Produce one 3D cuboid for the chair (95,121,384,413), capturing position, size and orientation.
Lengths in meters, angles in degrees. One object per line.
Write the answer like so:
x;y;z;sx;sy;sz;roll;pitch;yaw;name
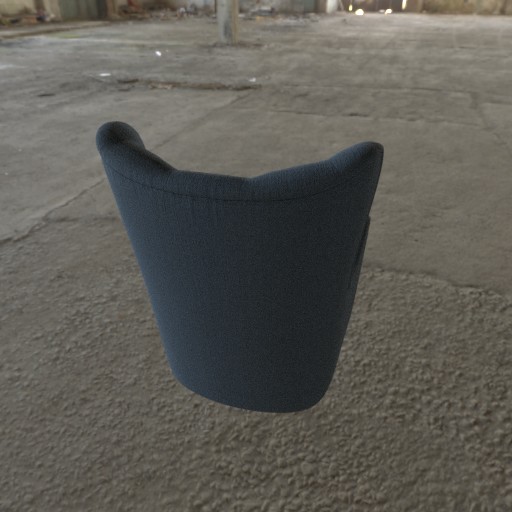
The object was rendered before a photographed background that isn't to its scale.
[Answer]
0.000;0.000;1.704;0.831;1.079;0.930;9;32;14;chair
